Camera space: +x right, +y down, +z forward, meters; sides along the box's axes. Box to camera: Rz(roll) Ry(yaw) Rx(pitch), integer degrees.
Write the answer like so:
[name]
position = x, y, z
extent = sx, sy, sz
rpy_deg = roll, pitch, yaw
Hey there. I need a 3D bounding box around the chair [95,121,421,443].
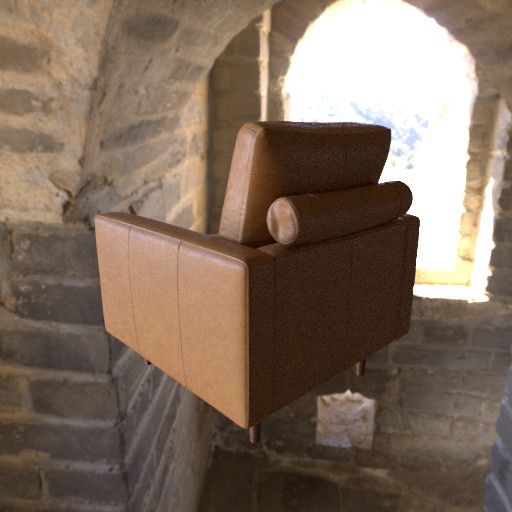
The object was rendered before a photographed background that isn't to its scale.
[chair]
position = 0.000, 0.000, 1.550
extent = 0.831, 0.896, 0.868
rpy_deg = -15, 21, -41
